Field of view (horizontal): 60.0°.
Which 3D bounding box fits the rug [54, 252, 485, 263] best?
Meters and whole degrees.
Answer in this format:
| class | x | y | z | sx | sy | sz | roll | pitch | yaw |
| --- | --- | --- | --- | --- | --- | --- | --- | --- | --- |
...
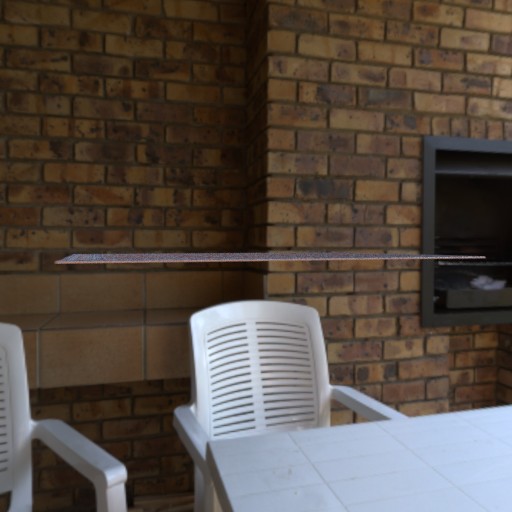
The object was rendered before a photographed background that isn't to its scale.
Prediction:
| class | x | y | z | sx | sy | sz | roll | pitch | yaw |
| --- | --- | --- | --- | --- | --- | --- | --- | --- | --- |
| rug | 0.000 | 0.000 | 2.311 | 1.829 | 0.009 | 1.219 | 0 | 1 | -20 |
